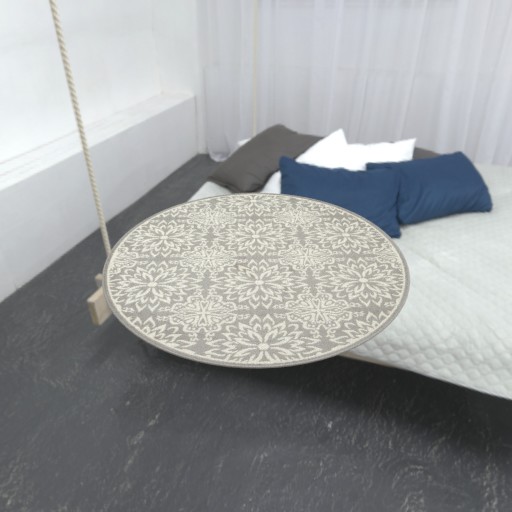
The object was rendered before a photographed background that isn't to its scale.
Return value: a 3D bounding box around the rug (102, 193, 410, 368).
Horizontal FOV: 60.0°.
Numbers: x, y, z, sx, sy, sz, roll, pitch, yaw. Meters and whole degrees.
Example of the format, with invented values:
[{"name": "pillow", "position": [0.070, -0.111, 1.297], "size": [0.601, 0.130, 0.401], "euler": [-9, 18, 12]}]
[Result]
[{"name": "rug", "position": [0.000, 0.000, 2.386], "size": [1.593, 0.012, 1.593], "euler": [0, 33, 0]}]
